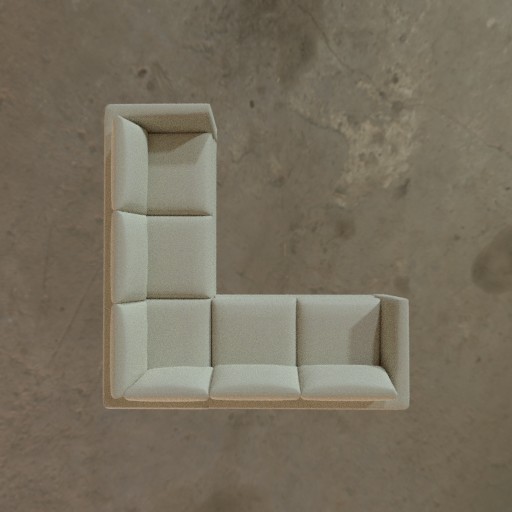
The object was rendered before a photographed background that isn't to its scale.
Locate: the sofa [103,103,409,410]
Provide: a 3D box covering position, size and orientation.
[{"bbox_3d":[0.000,0.000,3.772,2.430,0.867,2.448,0,89,1],"label":"sofa"}]
